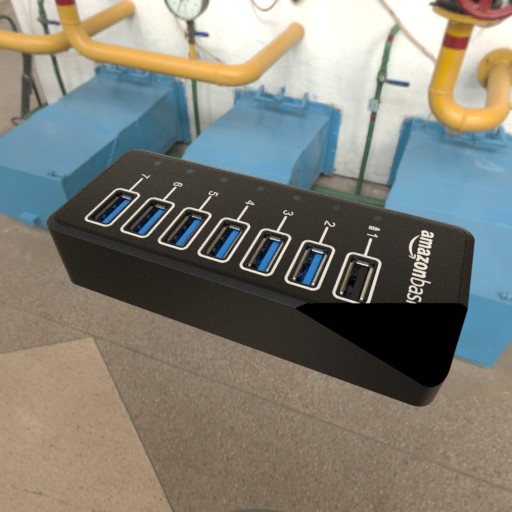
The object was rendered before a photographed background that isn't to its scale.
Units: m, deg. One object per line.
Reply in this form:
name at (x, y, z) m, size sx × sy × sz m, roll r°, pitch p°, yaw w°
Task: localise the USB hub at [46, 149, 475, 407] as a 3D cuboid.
USB hub at (0.000, 0.000, 0.127) m, size 0.110 × 0.023 × 0.044 m, roll 16°, pitch 47°, yaw 16°
